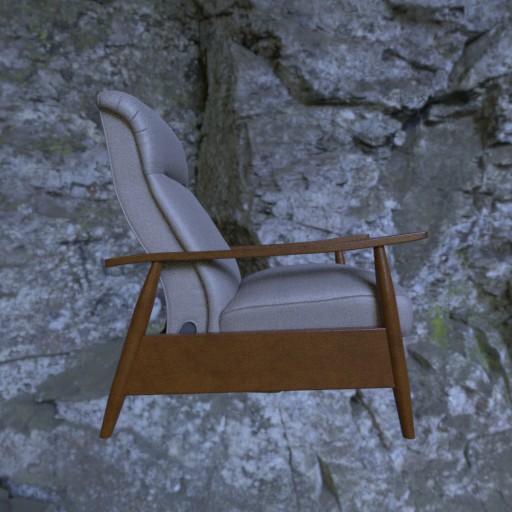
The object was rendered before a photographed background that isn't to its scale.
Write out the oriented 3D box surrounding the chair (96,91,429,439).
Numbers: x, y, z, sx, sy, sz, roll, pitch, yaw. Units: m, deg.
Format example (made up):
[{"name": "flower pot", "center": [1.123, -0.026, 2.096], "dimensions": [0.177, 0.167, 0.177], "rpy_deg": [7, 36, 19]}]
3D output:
[{"name": "chair", "center": [0.000, 0.000, 1.692], "dimensions": [1.032, 1.082, 0.762], "rpy_deg": [0, 2, 0]}]
